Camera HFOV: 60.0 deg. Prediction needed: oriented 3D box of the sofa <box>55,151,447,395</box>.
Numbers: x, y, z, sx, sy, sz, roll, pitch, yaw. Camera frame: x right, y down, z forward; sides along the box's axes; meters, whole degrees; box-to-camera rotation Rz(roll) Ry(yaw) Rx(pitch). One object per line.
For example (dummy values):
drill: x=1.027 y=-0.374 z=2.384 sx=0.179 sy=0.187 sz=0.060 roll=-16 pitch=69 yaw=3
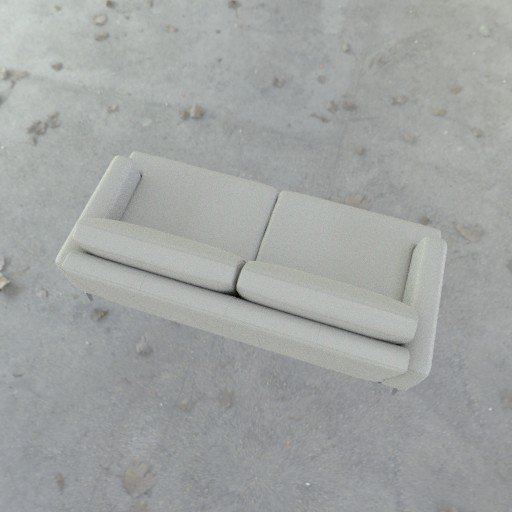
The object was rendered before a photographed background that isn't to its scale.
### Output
sofa: x=0.000 y=0.000 z=2.439 sx=1.940 sy=0.765 sz=0.974 roll=16 pitch=64 yaw=8
